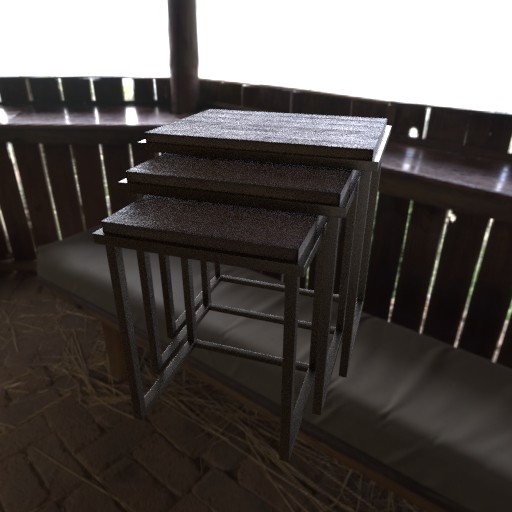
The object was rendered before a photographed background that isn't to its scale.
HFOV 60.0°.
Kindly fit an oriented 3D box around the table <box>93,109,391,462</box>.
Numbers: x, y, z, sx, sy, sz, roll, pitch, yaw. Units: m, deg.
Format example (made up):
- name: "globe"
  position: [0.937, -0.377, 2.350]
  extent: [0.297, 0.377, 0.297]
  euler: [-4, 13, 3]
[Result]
- name: "table"
  position: [0.000, 0.000, 1.148]
  extent: [0.559, 0.610, 0.706]
  euler: [9, 28, 17]
